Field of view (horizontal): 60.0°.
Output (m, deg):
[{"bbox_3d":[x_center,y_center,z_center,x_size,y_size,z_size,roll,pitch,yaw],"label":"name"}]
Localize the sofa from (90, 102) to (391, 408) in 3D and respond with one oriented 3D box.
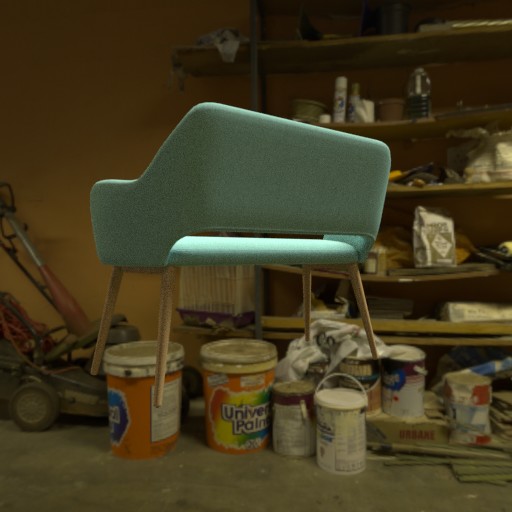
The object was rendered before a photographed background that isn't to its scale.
[{"bbox_3d":[0.000,0.000,1.642,1.150,0.840,0.610,0,0,-36],"label":"sofa"}]
